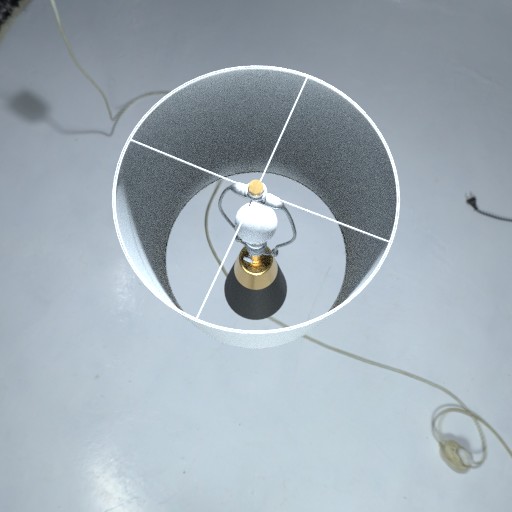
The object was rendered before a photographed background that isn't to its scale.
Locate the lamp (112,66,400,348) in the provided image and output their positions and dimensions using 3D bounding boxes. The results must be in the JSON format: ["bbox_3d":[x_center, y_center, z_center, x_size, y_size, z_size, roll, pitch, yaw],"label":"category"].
[{"bbox_3d":[0.000,0.000,0.751,0.308,0.580,0.308,22,76,6],"label":"lamp"}]
